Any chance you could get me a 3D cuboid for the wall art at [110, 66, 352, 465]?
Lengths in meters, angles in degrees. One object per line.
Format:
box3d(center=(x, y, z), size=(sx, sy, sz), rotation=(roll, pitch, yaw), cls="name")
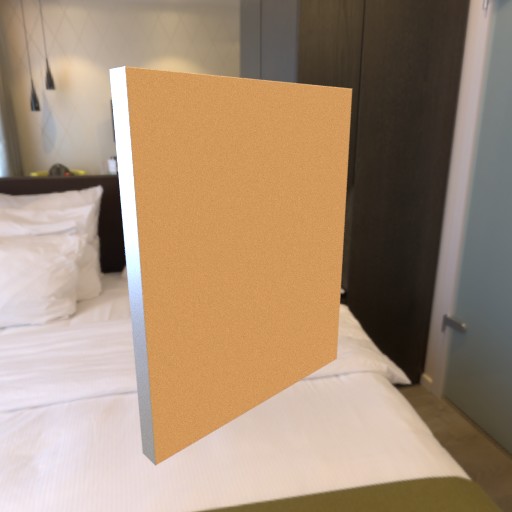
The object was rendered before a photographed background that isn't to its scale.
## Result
box3d(center=(0.000, 0.000, 0.745), size=(0.452, 0.549, 0.038), rotation=(-15, 22, -42), cls="wall art")
